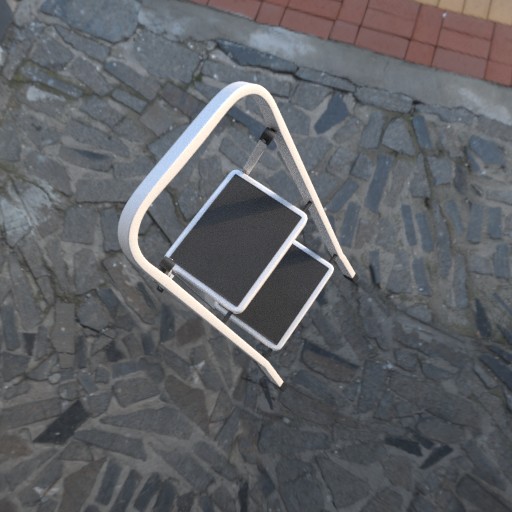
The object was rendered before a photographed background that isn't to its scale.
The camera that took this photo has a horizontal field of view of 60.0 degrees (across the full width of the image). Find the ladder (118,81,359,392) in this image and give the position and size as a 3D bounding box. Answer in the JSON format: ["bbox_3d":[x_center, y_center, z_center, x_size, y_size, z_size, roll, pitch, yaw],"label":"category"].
[{"bbox_3d":[0.000,0.000,1.126,0.544,0.810,0.460,34,78,9],"label":"ladder"}]
